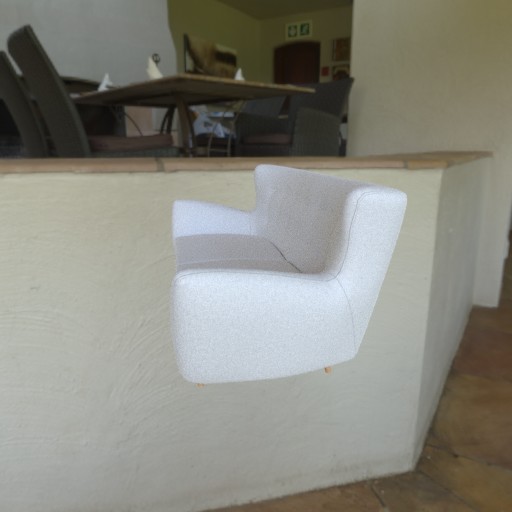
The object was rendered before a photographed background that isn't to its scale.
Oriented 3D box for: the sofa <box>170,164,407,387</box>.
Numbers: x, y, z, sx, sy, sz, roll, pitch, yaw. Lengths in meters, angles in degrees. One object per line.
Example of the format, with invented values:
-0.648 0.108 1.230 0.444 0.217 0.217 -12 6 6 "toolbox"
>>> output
0.000 0.000 2.386 0.899 0.890 1.930 -3 14 -10 "sofa"
